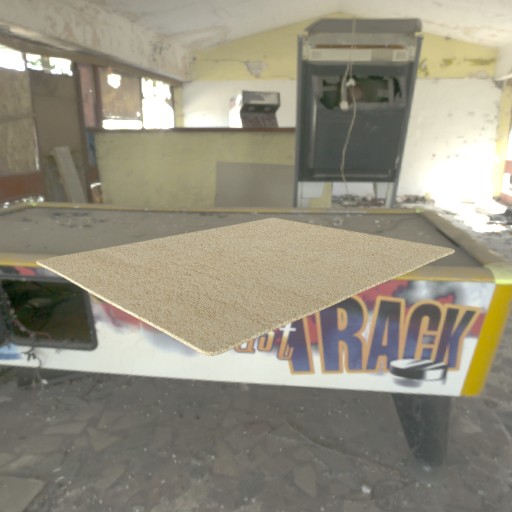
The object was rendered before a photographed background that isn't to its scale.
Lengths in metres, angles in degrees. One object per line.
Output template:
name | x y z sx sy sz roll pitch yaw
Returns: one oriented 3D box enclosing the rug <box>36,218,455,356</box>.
rug | 0.000 0.000 4.020 3.001 0.025 2.401 -14 21 -43
